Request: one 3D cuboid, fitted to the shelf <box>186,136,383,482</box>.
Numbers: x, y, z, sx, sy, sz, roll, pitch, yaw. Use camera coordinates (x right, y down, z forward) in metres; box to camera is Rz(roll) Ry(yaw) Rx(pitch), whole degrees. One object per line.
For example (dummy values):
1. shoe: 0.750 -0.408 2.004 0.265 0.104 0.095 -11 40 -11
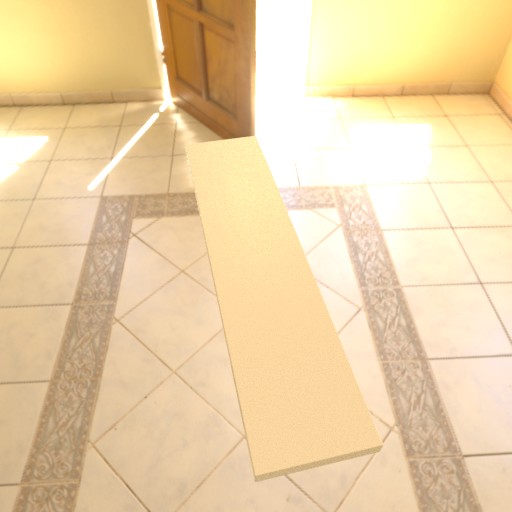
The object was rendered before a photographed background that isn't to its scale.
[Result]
1. shelf: 0.000 0.000 0.668 0.140 0.020 0.610 -9 48 -9
